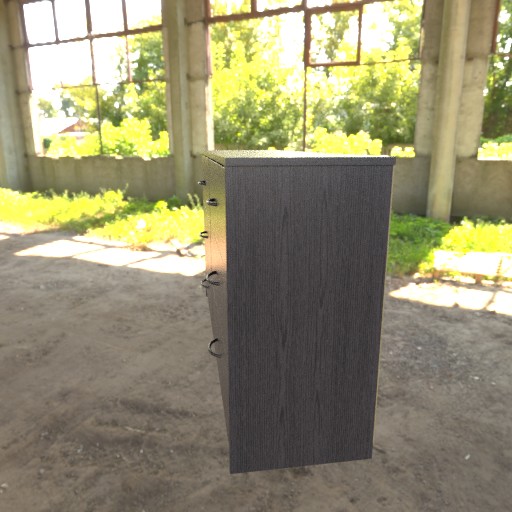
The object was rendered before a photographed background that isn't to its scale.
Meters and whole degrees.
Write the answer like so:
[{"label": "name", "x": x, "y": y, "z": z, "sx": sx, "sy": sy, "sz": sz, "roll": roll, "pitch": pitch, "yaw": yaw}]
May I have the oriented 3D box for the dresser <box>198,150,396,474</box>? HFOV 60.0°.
[{"label": "dresser", "x": 0.000, "y": 0.000, "z": 1.656, "sx": 0.401, "sy": 0.755, "sz": 1.360, "roll": -2, "pitch": 14, "yaw": -8}]
